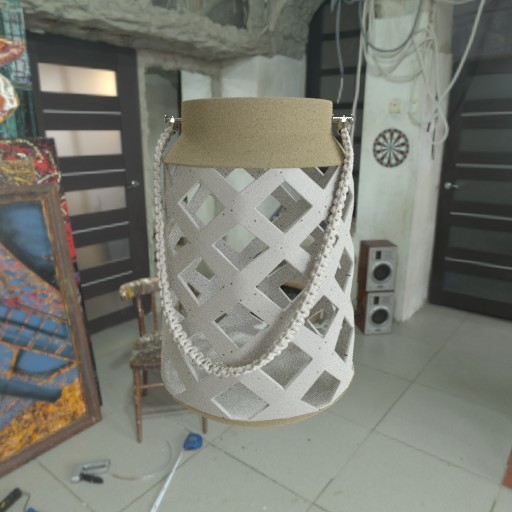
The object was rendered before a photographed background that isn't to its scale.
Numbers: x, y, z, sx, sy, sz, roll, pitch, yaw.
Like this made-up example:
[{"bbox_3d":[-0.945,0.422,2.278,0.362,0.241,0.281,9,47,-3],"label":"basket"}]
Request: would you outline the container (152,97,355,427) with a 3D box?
[{"bbox_3d":[0.000,0.000,0.348,0.163,0.229,0.172,2,16,8],"label":"container"}]
